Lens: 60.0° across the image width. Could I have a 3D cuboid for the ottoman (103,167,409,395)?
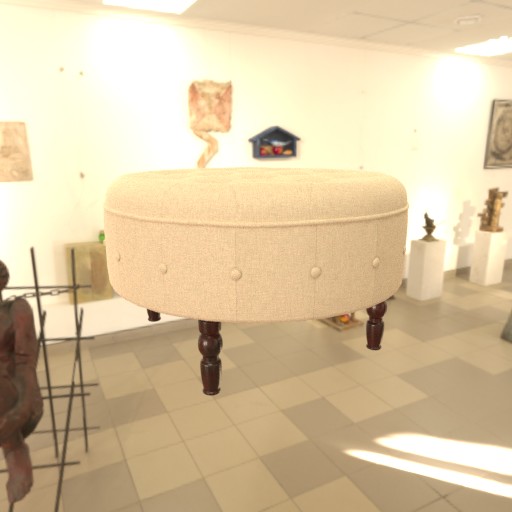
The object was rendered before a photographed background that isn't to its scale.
[{"bbox_3d":[0.000,0.000,1.331,0.848,0.494,0.848,0,14,0],"label":"ottoman"}]
